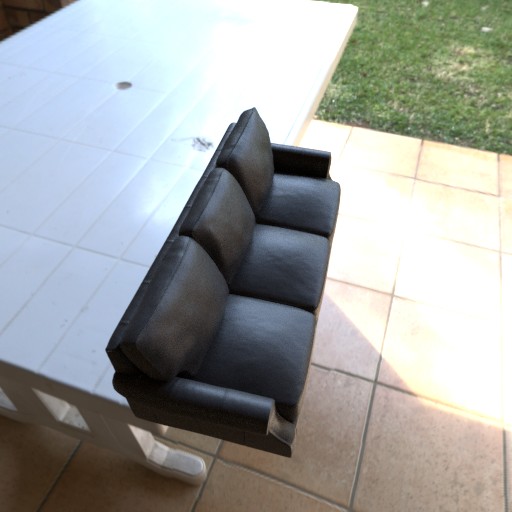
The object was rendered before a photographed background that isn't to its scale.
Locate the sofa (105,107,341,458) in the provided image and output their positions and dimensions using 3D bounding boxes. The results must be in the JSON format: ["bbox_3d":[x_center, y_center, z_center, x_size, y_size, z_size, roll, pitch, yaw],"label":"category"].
[{"bbox_3d":[0.000,0.000,2.983,0.974,0.977,2.387,10,47,10],"label":"sofa"}]
